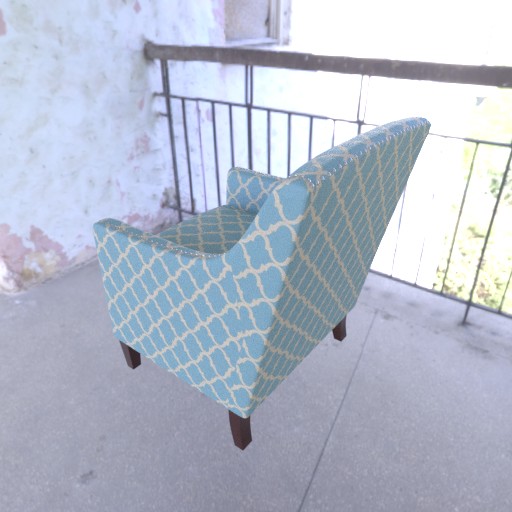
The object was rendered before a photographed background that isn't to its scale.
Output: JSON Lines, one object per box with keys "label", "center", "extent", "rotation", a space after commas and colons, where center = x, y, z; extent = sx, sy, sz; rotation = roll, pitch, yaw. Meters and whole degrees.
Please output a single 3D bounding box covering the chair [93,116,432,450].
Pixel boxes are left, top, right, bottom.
{"label": "chair", "center": [0.000, 0.000, 1.306], "extent": [0.686, 0.817, 0.617], "rotation": [21, 36, 32]}
